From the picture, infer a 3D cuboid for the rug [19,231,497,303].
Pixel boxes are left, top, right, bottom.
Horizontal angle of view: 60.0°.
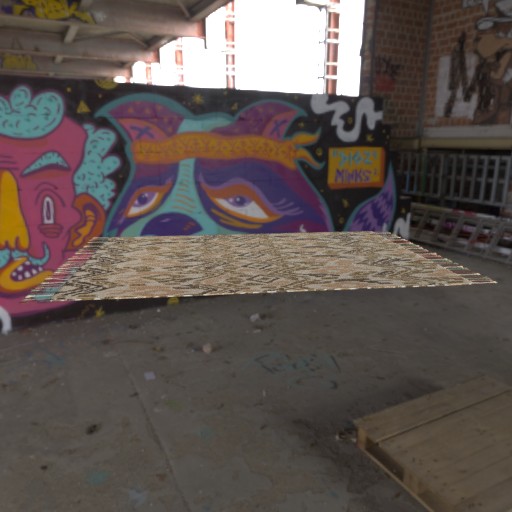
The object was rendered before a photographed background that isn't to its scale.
[{"bbox_3d":[0.000,0.000,2.937,2.438,0.008,1.524,-2,14,-7],"label":"rug"}]
